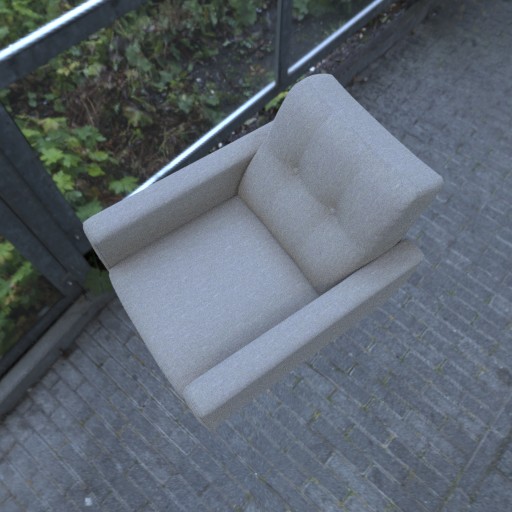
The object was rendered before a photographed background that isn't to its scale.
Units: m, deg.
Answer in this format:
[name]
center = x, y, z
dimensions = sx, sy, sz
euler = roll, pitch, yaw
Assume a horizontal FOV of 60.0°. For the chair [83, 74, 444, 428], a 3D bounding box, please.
[chair]
center = 0.000, 0.000, 1.856
dimensions = 1.128, 0.965, 0.897
euler = -32, 68, -15
